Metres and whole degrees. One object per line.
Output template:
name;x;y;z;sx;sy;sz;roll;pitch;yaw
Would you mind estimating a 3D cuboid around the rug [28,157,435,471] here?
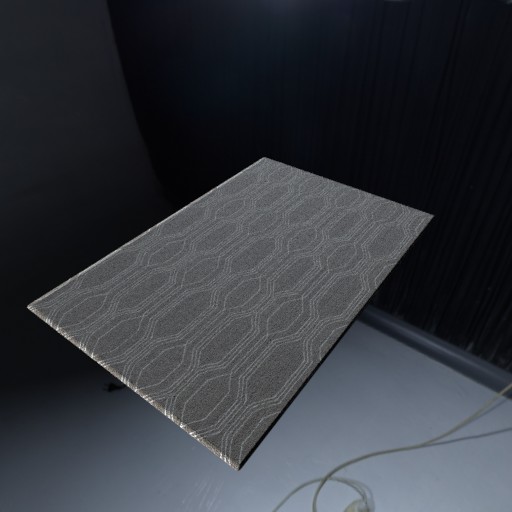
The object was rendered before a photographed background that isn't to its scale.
rug;0.000;0.000;2.298;1.239;0.012;1.836;26;46;28
